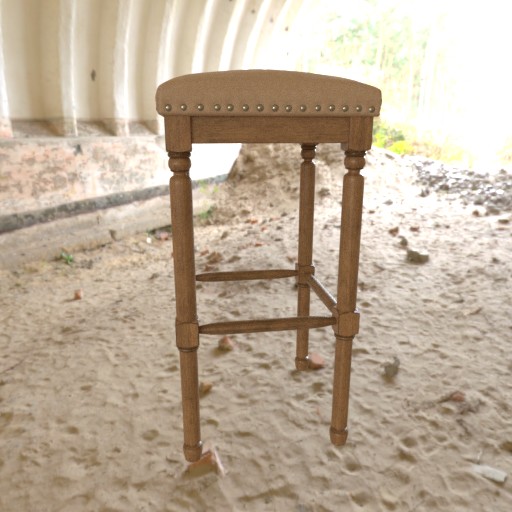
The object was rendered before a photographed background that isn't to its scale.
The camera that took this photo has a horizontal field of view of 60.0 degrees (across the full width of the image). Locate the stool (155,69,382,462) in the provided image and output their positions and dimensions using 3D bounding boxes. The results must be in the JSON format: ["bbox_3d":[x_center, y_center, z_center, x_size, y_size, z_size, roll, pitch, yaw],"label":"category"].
[{"bbox_3d":[0.000,0.000,0.991,0.382,0.768,0.383,-2,16,-9],"label":"stool"}]
